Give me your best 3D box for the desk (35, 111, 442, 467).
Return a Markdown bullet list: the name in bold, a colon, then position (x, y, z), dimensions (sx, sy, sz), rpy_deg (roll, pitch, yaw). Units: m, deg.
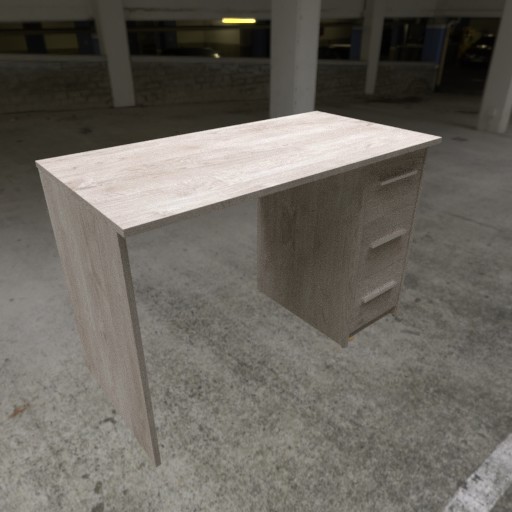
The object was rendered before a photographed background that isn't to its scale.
- **desk**: position (0.000, 0.000, 1.498), dimensions (1.097, 0.735, 0.560), rpy_deg (-21, 35, -34)
